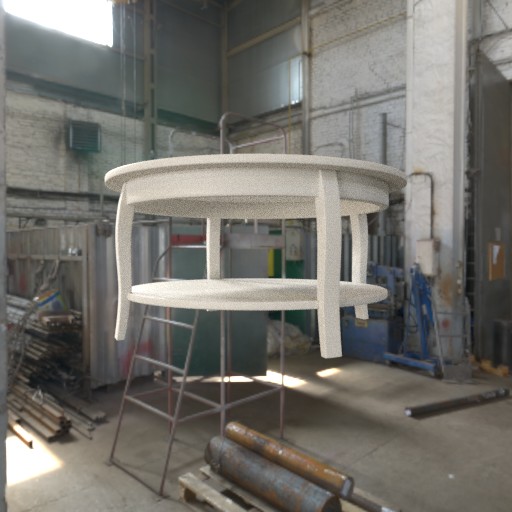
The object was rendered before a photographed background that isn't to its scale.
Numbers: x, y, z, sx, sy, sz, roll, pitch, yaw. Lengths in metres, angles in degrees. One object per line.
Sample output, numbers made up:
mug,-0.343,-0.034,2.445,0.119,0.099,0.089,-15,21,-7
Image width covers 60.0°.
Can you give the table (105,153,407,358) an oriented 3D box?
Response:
table,0.000,0.000,1.413,0.910,0.457,0.910,0,1,0
